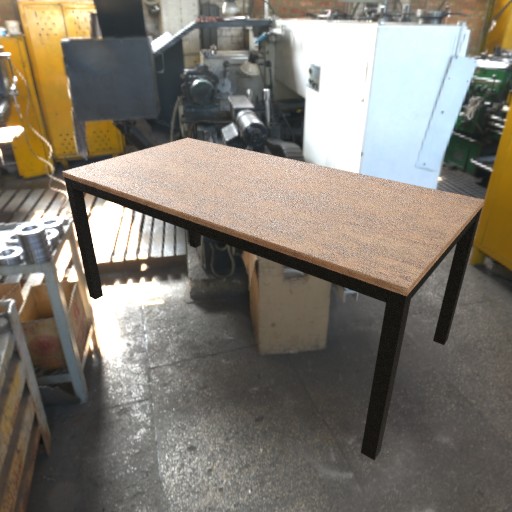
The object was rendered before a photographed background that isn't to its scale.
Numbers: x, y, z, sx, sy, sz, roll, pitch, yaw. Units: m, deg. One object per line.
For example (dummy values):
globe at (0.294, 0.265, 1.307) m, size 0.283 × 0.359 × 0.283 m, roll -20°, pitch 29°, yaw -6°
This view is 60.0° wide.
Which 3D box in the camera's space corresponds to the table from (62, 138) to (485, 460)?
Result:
table at (0.000, 0.000, 2.270) m, size 1.805 × 0.767 × 0.893 m, roll 20°, pitch 34°, yaw 32°
